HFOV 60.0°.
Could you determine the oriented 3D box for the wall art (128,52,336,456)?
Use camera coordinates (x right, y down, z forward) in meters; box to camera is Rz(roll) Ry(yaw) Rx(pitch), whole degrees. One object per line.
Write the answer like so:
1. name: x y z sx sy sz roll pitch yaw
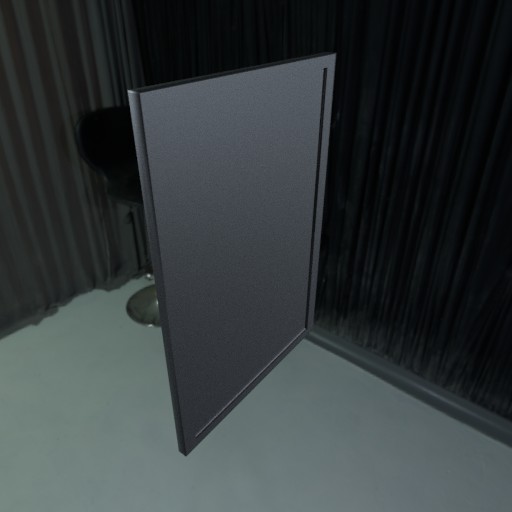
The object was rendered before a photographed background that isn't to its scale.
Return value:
1. wall art: 0.000 0.000 0.545 0.013 0.431 0.303 21 37 31
